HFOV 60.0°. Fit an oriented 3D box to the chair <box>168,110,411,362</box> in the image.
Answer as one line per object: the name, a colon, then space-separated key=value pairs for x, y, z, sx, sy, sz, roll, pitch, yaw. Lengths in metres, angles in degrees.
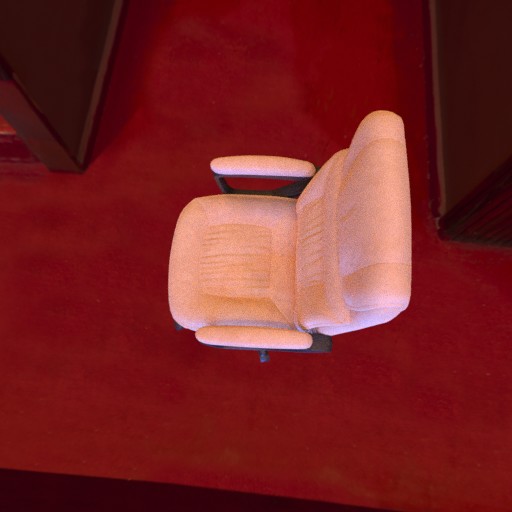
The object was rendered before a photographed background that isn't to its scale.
chair: x=0.000 y=0.000 z=1.522 sx=0.724 sy=1.105 sz=0.667 roll=3 pitch=74 yaw=1
